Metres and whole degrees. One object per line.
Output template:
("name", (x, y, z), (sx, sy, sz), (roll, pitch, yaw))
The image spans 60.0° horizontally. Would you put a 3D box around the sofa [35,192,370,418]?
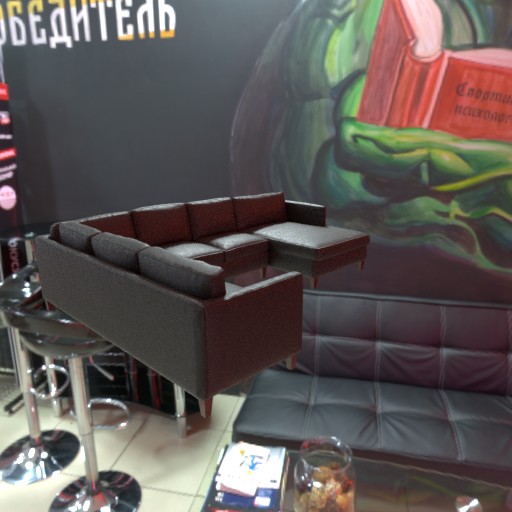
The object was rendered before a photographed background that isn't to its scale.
("sofa", (0.000, 0.000, 4.579), (2.593, 0.923, 3.460), (15, 21, 43))
